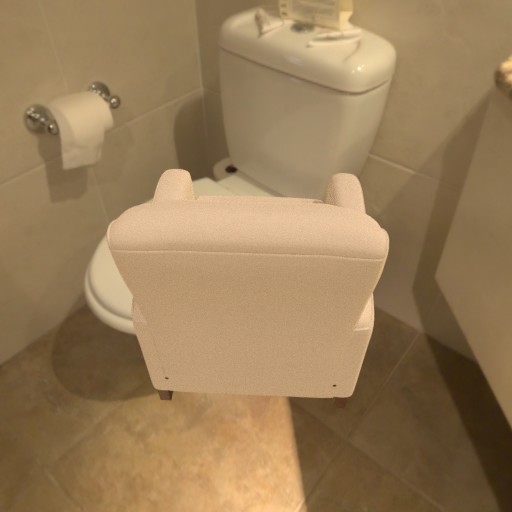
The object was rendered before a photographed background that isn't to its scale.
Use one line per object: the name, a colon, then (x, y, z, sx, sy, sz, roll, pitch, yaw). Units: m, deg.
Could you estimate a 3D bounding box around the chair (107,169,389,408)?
chair: (0.000, 0.000, 1.670, 0.841, 1.028, 0.858, 2, 46, 2)
